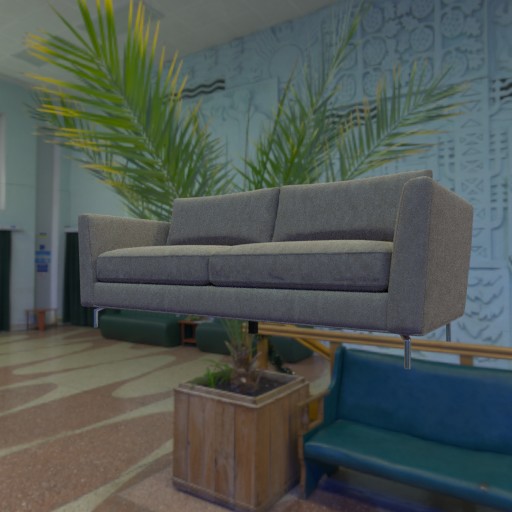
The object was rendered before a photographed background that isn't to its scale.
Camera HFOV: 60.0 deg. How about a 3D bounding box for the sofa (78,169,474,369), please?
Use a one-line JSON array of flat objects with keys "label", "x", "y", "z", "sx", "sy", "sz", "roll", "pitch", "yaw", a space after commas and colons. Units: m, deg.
[{"label": "sofa", "x": 0.000, "y": 0.000, "z": 2.503, "sx": 2.121, "sy": 0.864, "sz": 0.889, "roll": -1, "pitch": -1, "yaw": 35}]
